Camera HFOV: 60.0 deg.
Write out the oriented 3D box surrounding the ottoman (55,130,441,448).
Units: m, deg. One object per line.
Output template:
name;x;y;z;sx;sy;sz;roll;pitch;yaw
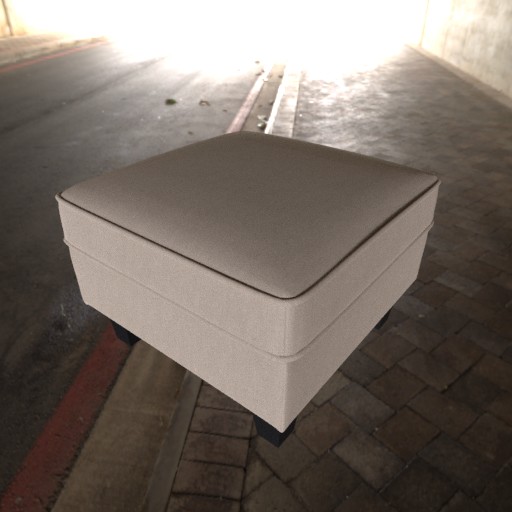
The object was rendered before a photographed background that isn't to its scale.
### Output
ottoman;0.000;0.000;1.032;0.613;0.438;0.616;23;38;32
